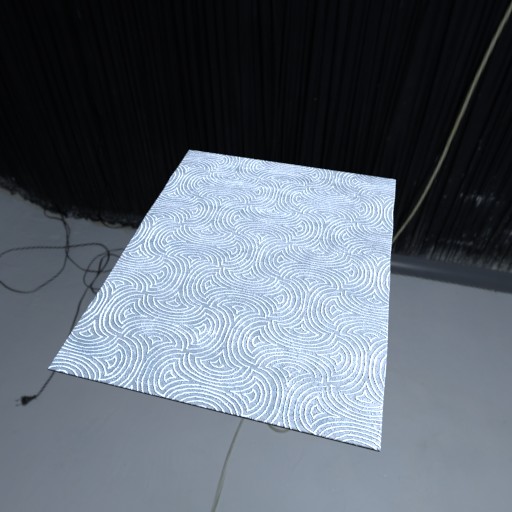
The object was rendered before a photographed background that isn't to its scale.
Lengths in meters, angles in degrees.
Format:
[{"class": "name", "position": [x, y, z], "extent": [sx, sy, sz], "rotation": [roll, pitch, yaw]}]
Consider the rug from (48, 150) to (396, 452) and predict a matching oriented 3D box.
[{"class": "rug", "position": [0.000, 0.000, 4.120], "extent": [2.456, 0.021, 3.042], "rotation": [10, 47, 10]}]
